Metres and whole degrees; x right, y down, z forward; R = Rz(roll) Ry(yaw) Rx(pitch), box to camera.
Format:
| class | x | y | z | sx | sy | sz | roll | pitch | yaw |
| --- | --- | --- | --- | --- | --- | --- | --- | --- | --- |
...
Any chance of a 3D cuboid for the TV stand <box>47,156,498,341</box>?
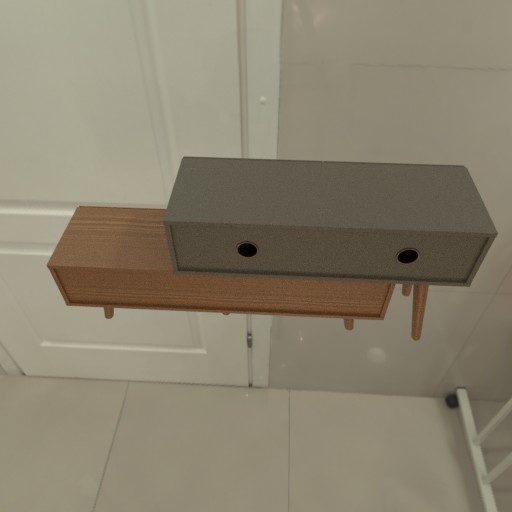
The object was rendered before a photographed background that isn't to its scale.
| class | x | y | z | sx | sy | sz | roll | pitch | yaw |
| --- | --- | --- | --- | --- | --- | --- | --- | --- | --- |
| TV stand | 0.000 | 0.000 | 1.555 | 1.336 | 0.591 | 0.329 | 2 | 46 | 2 |
